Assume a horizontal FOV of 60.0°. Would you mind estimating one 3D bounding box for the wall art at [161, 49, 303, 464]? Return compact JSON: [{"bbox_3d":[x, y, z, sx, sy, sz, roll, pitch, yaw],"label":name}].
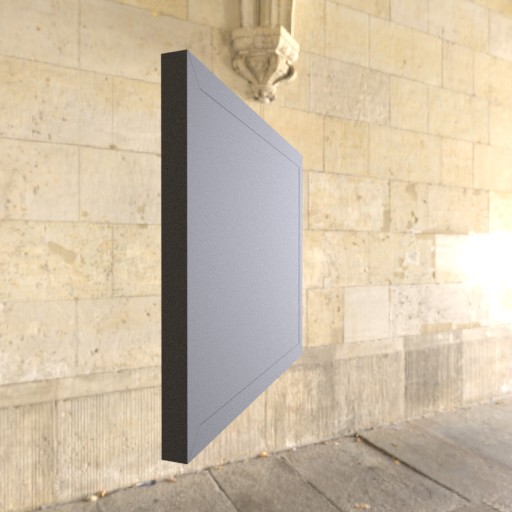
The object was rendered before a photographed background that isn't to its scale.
[{"bbox_3d":[0.000,0.000,0.546,0.024,0.329,0.404,0,0,19],"label":"wall art"}]
